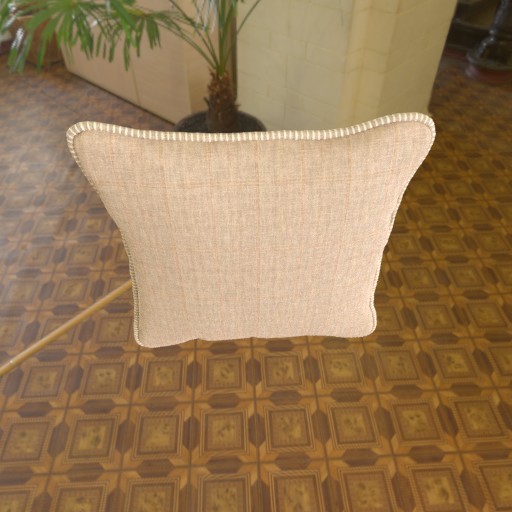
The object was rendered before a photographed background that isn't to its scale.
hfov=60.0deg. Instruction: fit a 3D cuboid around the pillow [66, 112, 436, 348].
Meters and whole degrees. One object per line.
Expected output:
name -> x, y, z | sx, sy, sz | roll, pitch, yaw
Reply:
pillow -> 0.000, 0.000, 0.734 | 0.485, 0.494, 0.124 | -3, 45, -3
